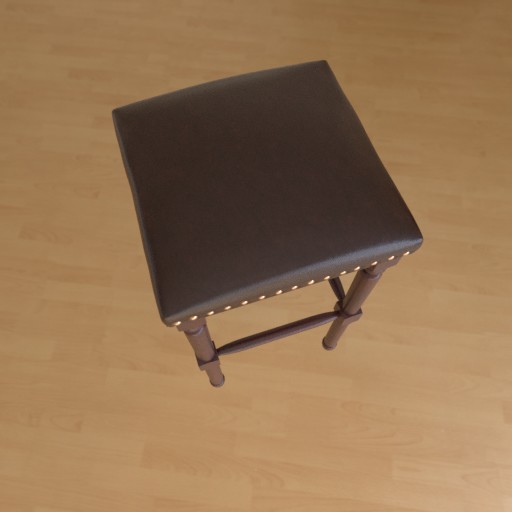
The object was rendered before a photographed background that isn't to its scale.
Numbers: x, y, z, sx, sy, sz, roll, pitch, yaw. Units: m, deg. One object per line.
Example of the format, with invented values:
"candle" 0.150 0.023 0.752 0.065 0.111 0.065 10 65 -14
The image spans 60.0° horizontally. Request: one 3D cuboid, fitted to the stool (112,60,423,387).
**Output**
"stool" 0.000 0.000 0.943 0.383 0.702 0.382 -16 65 -8
